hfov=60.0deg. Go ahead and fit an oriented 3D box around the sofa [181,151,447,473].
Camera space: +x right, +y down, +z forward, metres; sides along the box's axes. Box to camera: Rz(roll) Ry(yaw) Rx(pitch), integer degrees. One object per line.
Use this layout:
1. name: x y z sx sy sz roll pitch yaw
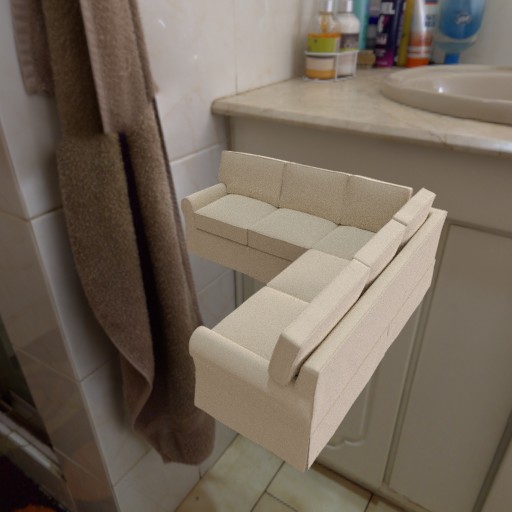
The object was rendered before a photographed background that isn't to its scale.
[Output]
1. sofa: 0.000 0.000 4.027 2.591 1.070 2.597 20 36 30
